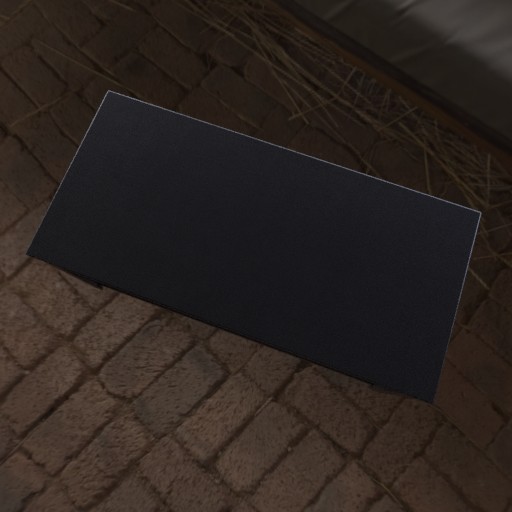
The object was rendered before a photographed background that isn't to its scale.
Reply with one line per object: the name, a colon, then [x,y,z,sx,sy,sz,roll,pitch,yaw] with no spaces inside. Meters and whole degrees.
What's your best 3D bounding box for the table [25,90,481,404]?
table: [0.000,0.000,1.307,1.016,0.457,0.483,19,77,5]
